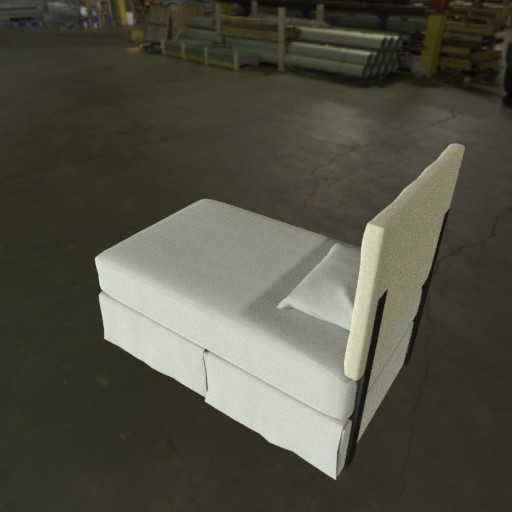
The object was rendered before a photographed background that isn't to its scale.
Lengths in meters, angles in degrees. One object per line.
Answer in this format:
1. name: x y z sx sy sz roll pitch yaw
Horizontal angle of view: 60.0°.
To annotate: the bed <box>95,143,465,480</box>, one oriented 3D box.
1. bed: 0.000 0.000 2.893 1.997 1.571 1.261 21 38 29
